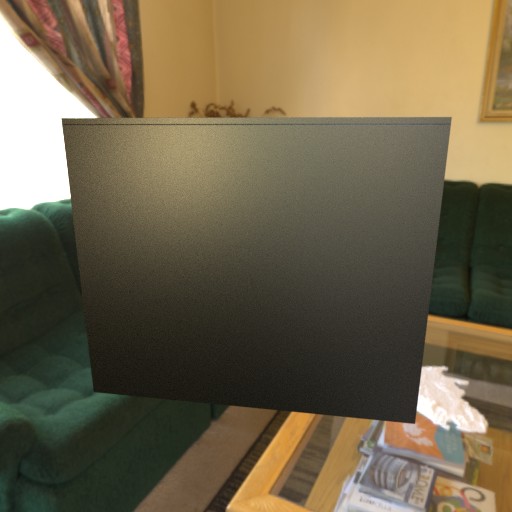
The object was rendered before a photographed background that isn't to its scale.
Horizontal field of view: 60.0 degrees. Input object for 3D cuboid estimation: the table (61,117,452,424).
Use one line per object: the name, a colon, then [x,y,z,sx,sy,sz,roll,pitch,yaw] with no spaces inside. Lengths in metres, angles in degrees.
table: [0.000,0.000,1.334,0.930,0.790,0.380,3,17,9]
